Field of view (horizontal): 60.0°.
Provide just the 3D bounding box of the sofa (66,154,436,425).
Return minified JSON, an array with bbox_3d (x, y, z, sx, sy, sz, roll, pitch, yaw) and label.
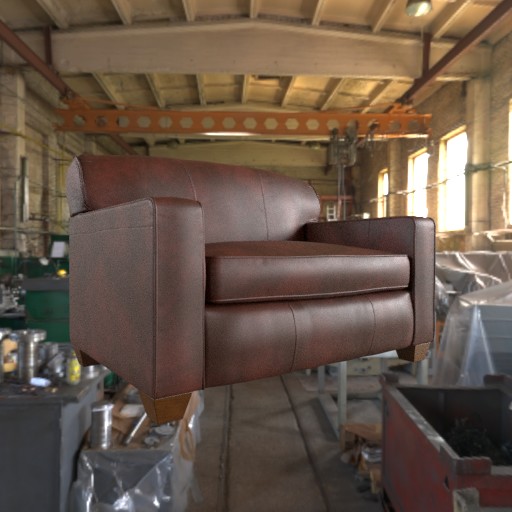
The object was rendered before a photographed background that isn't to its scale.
[{"bbox_3d":[0.000,0.000,1.997,1.413,0.956,1.000,0,1,-36],"label":"sofa"}]
